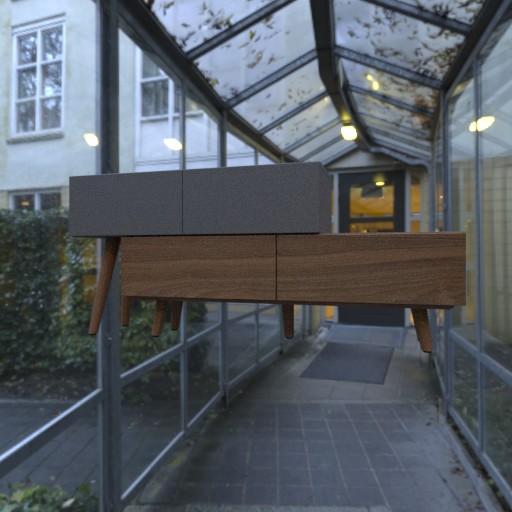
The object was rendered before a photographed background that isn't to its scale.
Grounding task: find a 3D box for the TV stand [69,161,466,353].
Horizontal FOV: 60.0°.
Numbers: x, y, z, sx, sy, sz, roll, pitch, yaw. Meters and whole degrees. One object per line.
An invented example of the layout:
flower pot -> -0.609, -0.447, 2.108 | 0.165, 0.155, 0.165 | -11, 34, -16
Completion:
TV stand -> 0.000, 0.000, 1.593 | 1.336, 0.591, 0.329 | 0, 0, 16
